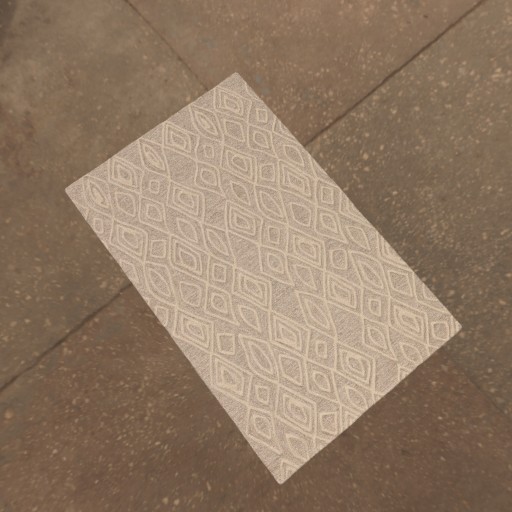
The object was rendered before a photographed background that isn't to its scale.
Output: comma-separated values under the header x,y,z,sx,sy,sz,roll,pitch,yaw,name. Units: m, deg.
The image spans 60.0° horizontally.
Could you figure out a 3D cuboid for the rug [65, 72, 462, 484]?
x,y,z,sx,sy,sz,roll,pitch,yaw,name
0.000,0.000,3.020,1.546,0.010,2.442,-37,79,-8,rug
